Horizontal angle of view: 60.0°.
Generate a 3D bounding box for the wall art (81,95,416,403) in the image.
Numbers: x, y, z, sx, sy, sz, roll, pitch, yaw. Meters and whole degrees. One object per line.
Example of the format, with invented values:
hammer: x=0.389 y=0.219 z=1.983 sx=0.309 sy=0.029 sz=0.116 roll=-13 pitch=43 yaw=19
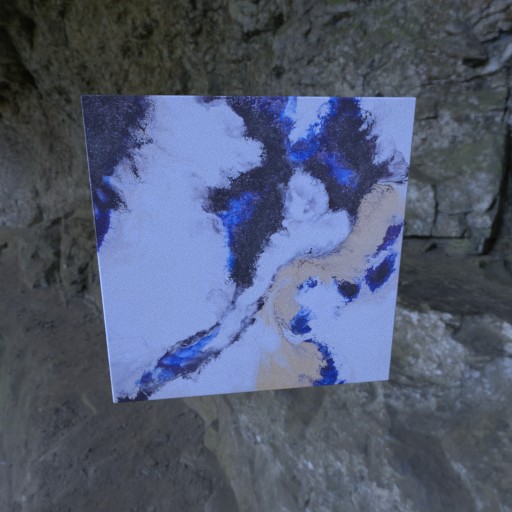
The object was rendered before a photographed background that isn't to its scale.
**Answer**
wall art: x=0.000 y=0.000 z=0.899 sx=0.609 sy=0.609 sz=0.039 roll=-2 pitch=17 yaw=-8
